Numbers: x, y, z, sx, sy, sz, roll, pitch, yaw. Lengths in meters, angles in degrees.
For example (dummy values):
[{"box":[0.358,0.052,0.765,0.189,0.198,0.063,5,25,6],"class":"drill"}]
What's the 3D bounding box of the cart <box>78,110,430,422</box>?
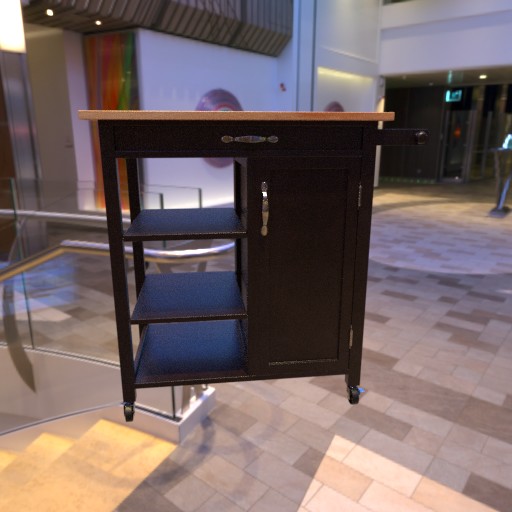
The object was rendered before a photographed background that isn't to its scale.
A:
[{"box":[0.000,0.000,1.451,0.914,0.878,0.472,-2,16,-7],"class":"cart"}]
